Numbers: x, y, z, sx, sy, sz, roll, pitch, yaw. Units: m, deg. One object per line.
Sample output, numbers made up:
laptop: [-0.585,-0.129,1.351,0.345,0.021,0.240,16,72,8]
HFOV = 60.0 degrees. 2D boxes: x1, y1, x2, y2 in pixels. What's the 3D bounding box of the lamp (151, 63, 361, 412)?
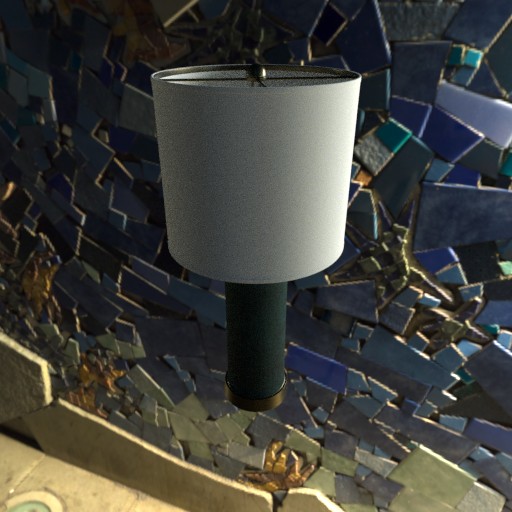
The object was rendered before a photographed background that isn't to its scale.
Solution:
lamp: [0.000,0.000,0.788,0.301,0.630,0.301,20,34,32]
